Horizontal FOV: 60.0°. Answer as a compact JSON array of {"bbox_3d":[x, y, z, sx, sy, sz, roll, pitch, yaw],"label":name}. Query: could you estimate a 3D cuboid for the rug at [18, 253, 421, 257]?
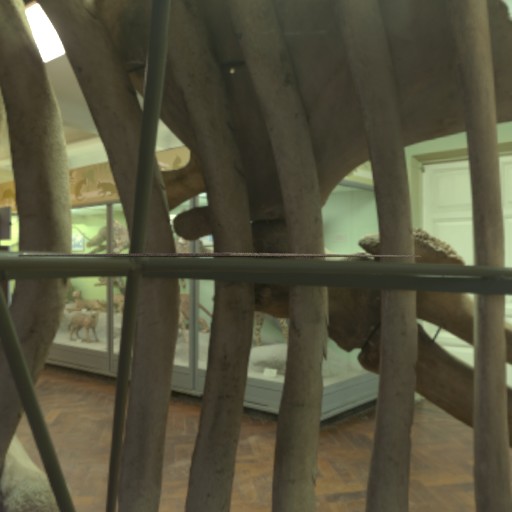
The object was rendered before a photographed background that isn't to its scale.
[{"bbox_3d":[0.000,0.000,3.022,1.533,0.011,2.439,0,0,36],"label":"rug"}]
